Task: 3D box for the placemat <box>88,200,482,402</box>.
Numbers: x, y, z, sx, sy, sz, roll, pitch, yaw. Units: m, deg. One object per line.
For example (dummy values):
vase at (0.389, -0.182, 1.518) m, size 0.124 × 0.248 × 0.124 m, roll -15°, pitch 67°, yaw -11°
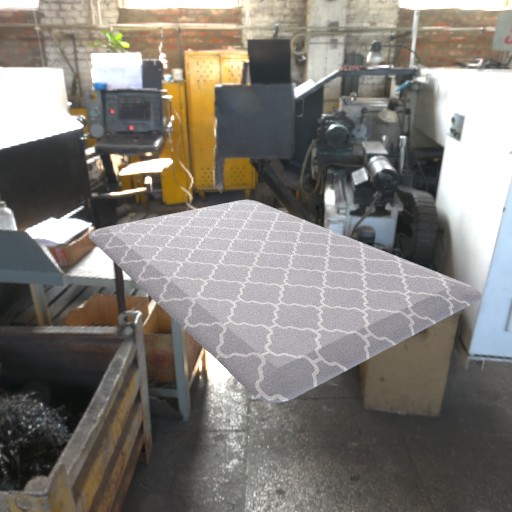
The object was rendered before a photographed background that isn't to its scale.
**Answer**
placemat at (0.000, 0.000, 0.957) m, size 0.508 × 0.021 × 0.762 m, roll -16°, pitch 28°, yaw -32°
